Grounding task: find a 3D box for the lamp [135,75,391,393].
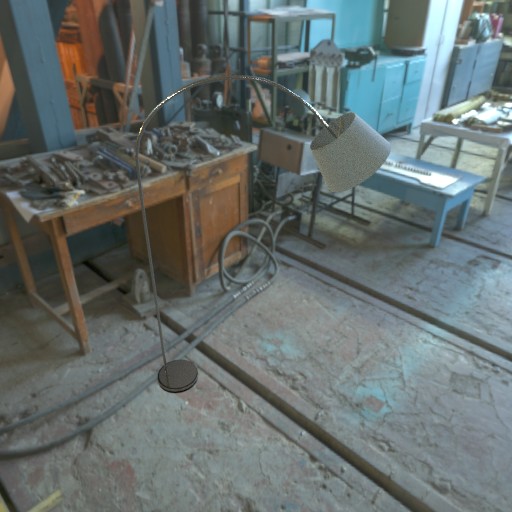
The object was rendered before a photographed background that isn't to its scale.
[{"bbox_3d":[0.000,0.000,2.745,1.445,2.098,0.406,-1,31,-1],"label":"lamp"}]
